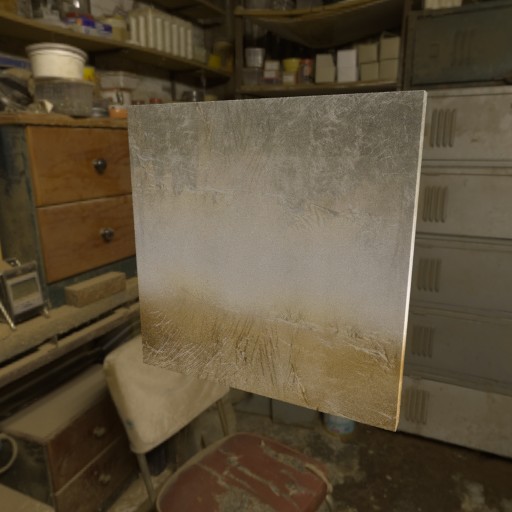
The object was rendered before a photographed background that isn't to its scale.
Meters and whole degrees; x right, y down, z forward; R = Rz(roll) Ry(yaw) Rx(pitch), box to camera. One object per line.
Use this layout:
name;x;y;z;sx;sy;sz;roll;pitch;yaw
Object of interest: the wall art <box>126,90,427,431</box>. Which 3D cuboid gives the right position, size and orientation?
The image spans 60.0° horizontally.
wall art;0.000;0.000;0.916;0.610;0.610;0.038;7;15;26
